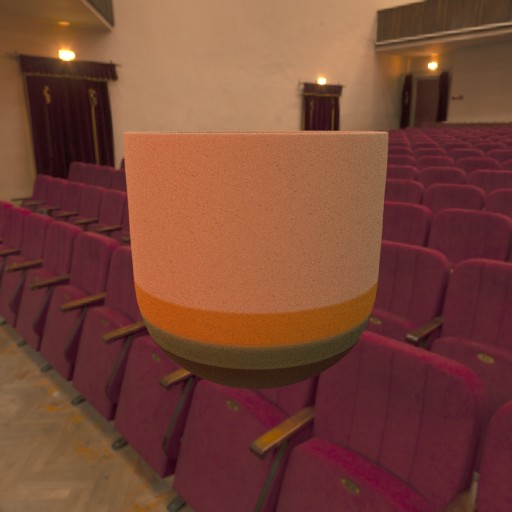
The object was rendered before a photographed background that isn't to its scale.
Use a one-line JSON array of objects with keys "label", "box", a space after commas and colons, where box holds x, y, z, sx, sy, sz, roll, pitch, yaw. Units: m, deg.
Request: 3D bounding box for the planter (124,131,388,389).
[{"label": "planter", "box": [0.000, 0.000, 0.499, 0.268, 0.270, 0.268, 0, 16, 0]}]
